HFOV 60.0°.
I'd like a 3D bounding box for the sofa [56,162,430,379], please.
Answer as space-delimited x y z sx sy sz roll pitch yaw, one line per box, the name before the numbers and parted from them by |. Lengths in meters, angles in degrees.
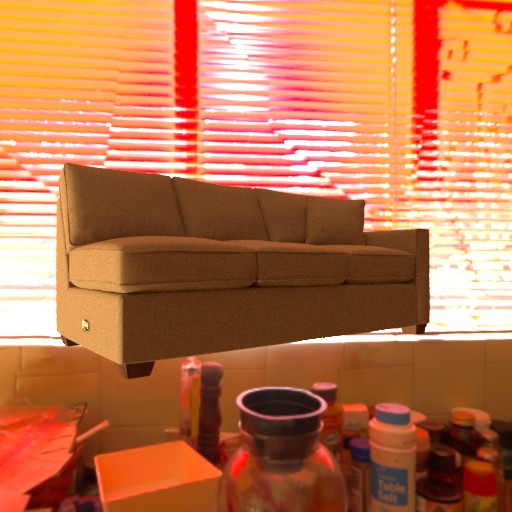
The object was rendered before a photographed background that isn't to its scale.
sofa | 0.000 0.000 2.538 1.963 0.946 1.034 1 -2 -36
